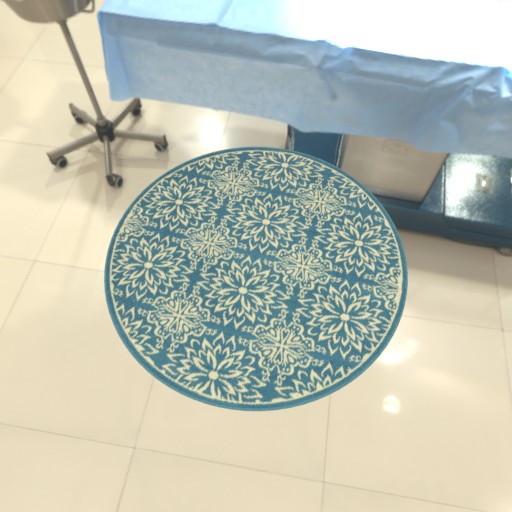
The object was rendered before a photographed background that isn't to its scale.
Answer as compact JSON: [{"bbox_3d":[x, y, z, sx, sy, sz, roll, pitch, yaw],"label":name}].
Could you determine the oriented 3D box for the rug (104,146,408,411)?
[{"bbox_3d":[0.000,0.000,2.360,1.593,0.012,1.593,0,59,0],"label":"rug"}]
